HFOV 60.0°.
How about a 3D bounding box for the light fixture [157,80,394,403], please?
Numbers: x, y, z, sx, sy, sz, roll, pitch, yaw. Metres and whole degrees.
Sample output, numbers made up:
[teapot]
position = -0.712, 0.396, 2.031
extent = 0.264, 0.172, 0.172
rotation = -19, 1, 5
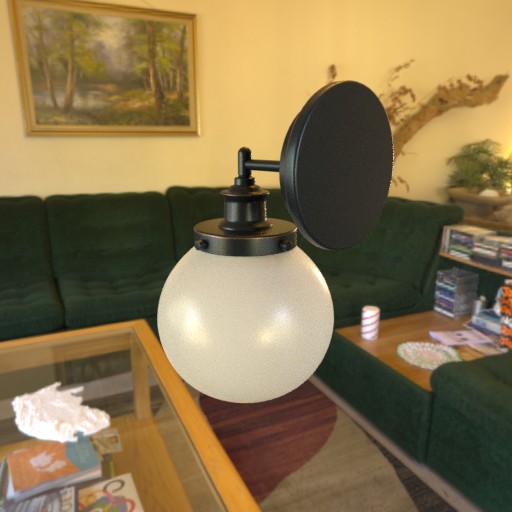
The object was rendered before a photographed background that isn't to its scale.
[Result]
[light fixture]
position = 0.000, 0.000, 0.475
extent = 0.197, 0.332, 0.230
rotation = -13, 20, -41
